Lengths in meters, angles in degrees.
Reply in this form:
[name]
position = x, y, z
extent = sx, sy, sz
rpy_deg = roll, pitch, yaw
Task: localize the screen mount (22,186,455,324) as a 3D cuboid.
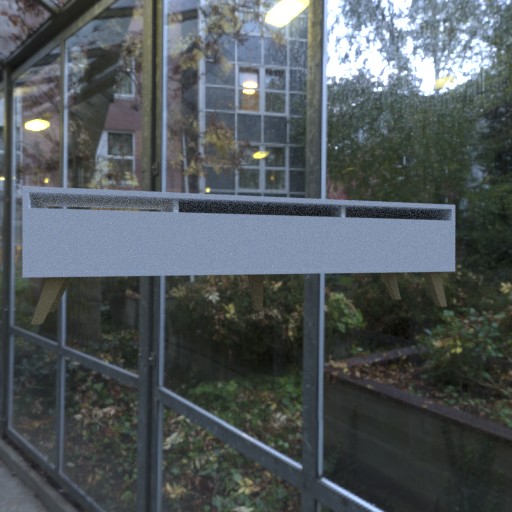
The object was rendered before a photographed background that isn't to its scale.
[screen mount]
position = 0.000, 0.000, 1.810
extent = 1.644, 0.432, 0.399
rpy_deg = 0, 0, -18
